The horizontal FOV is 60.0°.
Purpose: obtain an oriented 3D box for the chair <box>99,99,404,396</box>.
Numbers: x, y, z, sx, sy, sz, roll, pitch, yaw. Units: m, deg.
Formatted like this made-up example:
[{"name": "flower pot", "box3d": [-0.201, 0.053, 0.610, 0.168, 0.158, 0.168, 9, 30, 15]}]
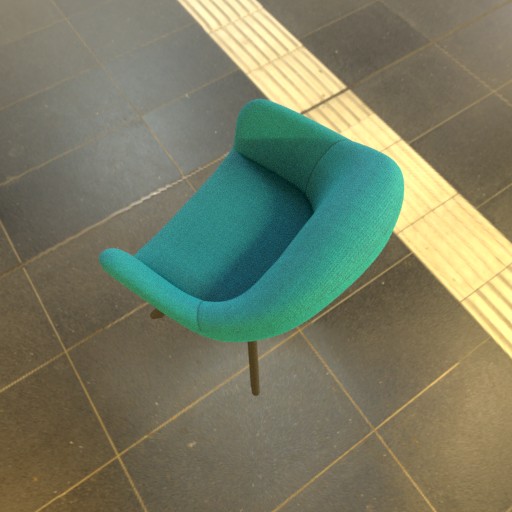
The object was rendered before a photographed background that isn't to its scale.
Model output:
[{"name": "chair", "box3d": [0.000, 0.000, 1.177, 0.550, 0.795, 0.590, 33, 69, 15]}]
